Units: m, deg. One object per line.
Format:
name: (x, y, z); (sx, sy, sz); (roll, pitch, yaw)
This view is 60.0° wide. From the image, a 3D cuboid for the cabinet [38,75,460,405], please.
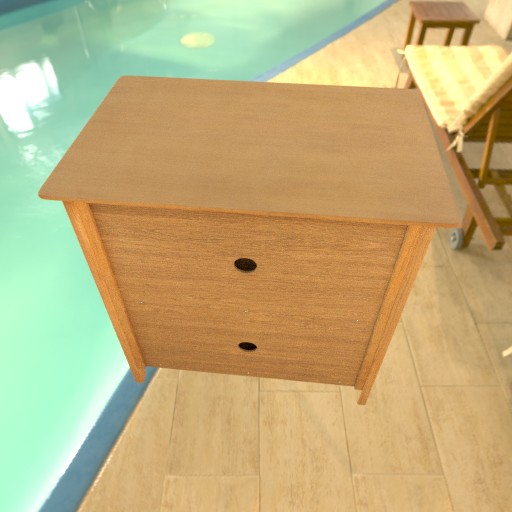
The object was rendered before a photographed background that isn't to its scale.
cabinet: (0.000, 0.000, 1.232); (0.763, 0.762, 0.503); (4, 47, 4)
